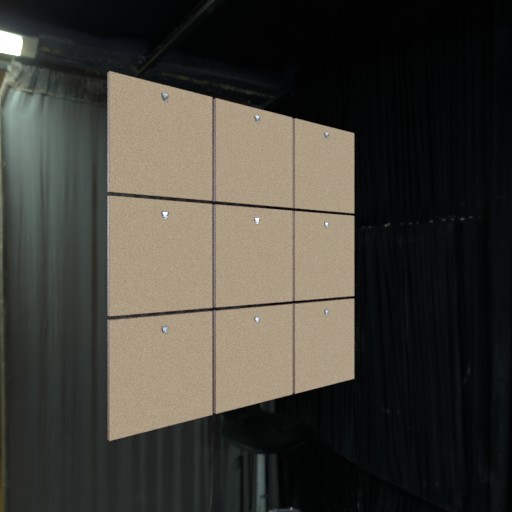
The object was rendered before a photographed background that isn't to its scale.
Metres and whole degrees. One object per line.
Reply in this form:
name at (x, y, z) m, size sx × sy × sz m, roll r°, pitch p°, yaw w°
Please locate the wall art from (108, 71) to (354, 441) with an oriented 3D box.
wall art at (0.000, 0.000, 1.360) m, size 0.906 × 0.904 × 0.018 m, roll 0°, pitch 0°, yaw -37°
